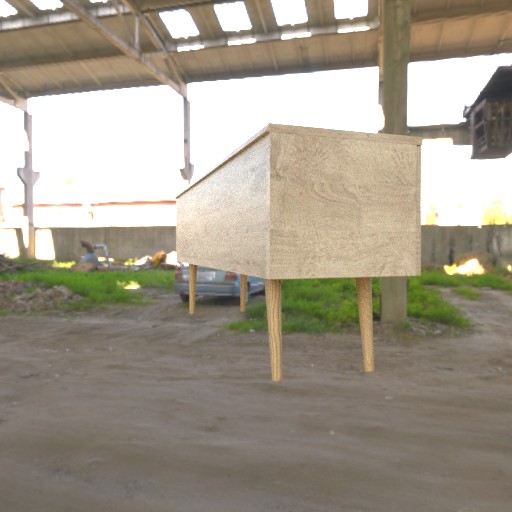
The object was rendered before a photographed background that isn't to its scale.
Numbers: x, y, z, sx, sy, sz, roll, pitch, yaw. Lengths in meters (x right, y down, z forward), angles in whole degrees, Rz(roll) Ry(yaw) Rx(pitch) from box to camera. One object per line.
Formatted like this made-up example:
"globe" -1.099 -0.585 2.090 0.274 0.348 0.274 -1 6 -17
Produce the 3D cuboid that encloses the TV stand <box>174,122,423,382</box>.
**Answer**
"TV stand" 0.000 0.000 1.584 0.401 0.565 1.313 0 1 -19
